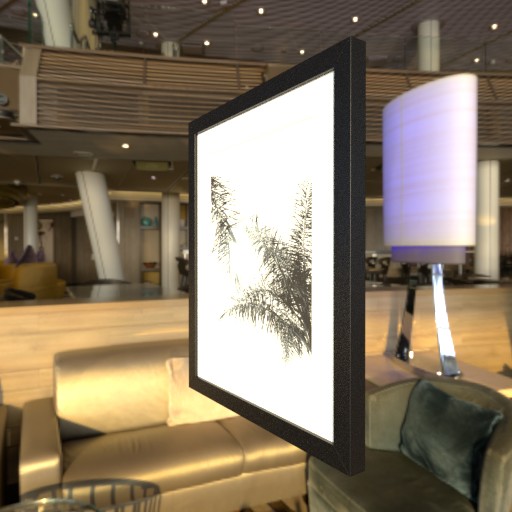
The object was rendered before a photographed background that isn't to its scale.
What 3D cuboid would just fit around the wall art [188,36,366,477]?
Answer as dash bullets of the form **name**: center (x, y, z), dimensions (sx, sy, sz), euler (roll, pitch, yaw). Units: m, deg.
- **wall art**: center (0.000, 0.000, 0.755), dimensions (0.028, 0.557, 0.457), euler (0, 1, -35)
